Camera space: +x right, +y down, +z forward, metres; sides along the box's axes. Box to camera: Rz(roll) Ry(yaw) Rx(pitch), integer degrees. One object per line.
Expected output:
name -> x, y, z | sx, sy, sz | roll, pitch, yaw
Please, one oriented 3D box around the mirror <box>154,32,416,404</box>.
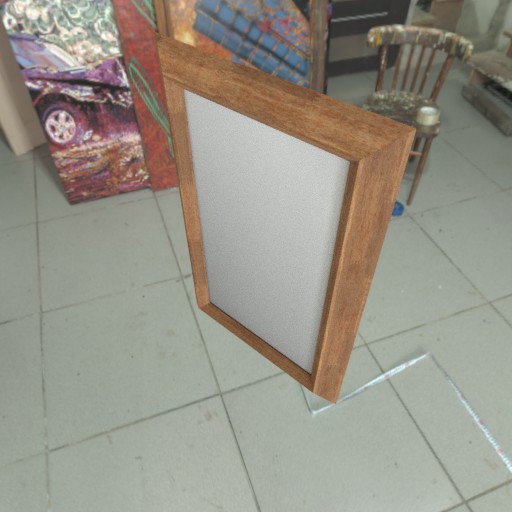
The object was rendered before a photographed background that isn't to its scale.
mirror -> 0.000, 0.000, 1.224 | 0.651, 1.010, 0.047 | 32, 54, 27
